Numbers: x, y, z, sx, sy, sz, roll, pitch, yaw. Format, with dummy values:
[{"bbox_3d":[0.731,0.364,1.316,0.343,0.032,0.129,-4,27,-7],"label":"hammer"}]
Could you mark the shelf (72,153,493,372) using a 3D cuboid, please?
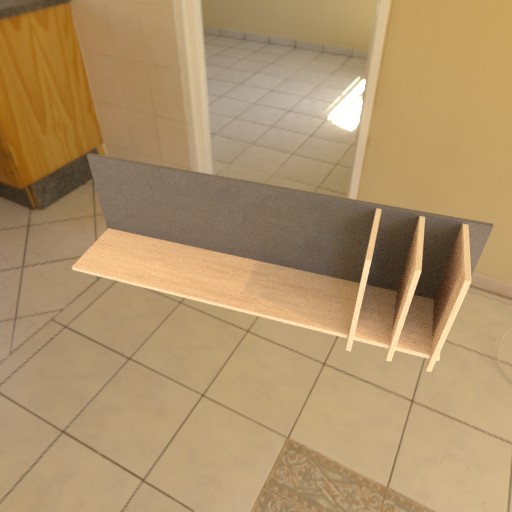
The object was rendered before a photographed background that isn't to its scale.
[{"bbox_3d":[0.000,0.000,1.111,1.020,0.300,0.200,12,43,14],"label":"shelf"}]
